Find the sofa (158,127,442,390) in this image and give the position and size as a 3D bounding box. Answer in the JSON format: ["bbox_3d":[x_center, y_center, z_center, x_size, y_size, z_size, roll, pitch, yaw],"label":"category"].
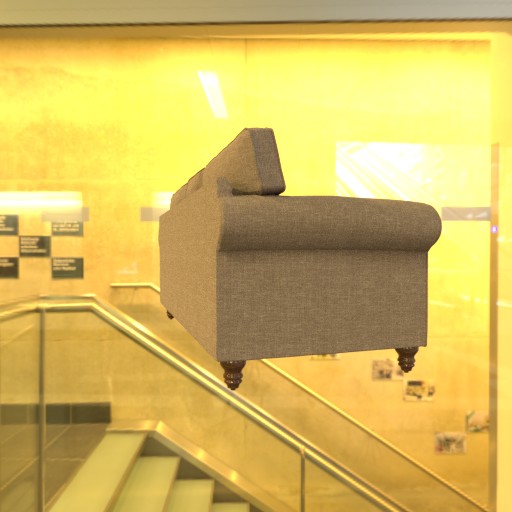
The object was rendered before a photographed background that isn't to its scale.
[{"bbox_3d":[0.000,0.000,2.582,0.916,0.961,2.084,0,1,-18],"label":"sofa"}]
